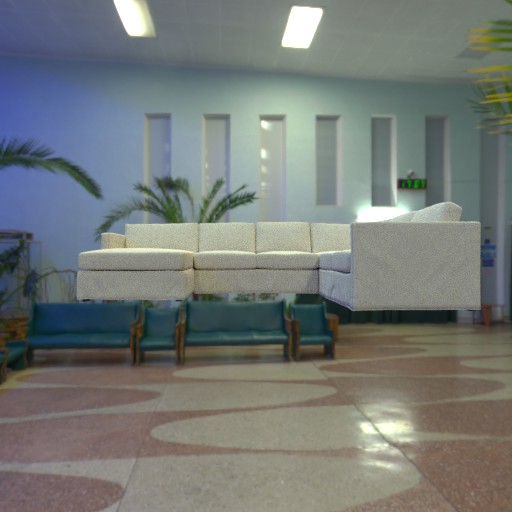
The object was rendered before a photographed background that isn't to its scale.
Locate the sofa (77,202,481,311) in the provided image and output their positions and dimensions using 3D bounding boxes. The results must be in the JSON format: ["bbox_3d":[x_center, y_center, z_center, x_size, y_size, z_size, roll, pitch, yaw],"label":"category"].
[{"bbox_3d":[0.000,0.000,4.608,3.464,0.882,2.448,0,0,-2],"label":"sofa"}]
